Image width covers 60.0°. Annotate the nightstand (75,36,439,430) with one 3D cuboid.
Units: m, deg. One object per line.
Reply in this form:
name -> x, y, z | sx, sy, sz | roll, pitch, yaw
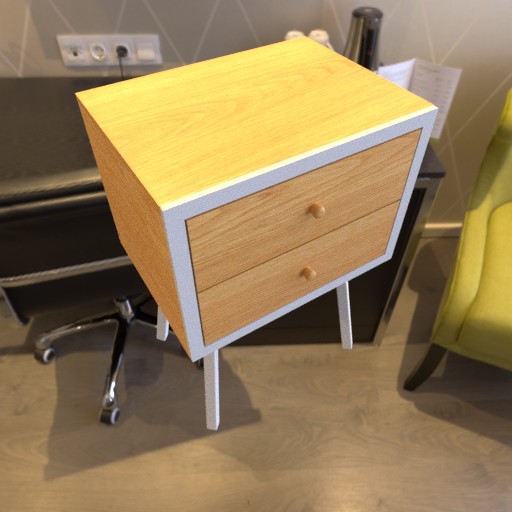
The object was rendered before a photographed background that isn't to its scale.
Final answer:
nightstand -> 0.000, 0.000, 0.819 | 0.400, 0.601, 0.316 | -24, 51, -22
